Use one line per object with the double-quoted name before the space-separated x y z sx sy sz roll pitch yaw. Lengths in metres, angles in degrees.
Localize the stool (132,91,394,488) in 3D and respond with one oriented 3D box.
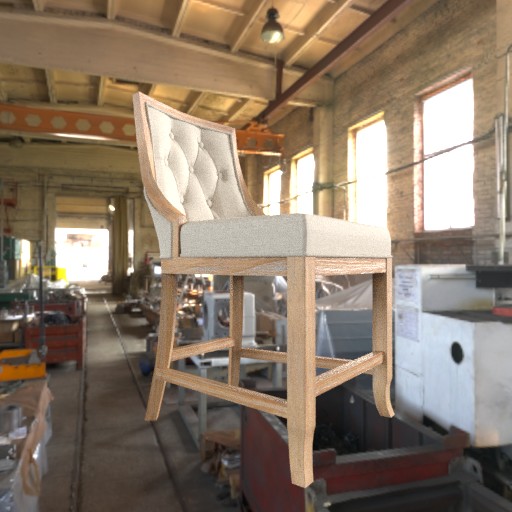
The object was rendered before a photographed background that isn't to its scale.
"stool" 0.000 0.000 1.280 0.626 0.938 0.524 -1 -1 36
